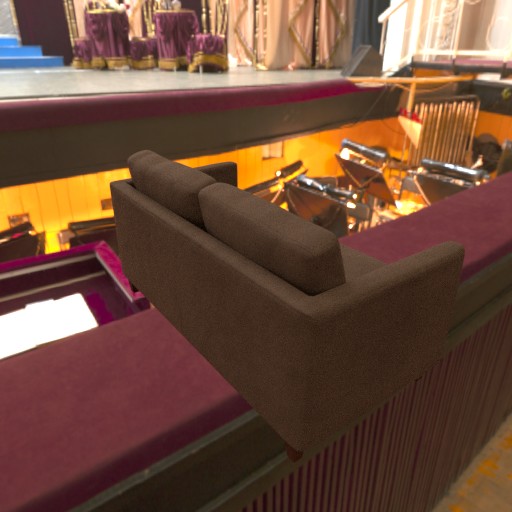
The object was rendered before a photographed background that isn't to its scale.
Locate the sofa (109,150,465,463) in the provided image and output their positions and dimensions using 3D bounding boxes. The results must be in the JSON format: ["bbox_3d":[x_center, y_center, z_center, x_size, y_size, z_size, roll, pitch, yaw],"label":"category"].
[{"bbox_3d":[0.000,0.000,2.450,0.950,0.963,1.884,-18,31,-32],"label":"sofa"}]
